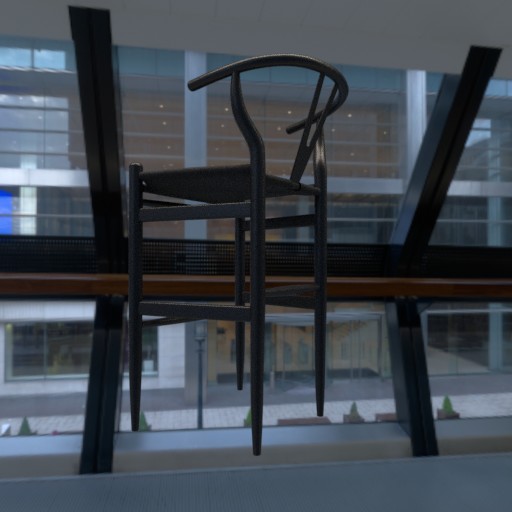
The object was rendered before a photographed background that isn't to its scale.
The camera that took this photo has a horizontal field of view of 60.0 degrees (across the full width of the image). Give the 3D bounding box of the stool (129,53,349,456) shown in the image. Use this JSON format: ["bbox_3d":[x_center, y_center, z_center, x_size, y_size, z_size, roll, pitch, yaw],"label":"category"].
[{"bbox_3d":[0.000,0.000,1.425,0.579,1.072,0.569,0,-1,36],"label":"stool"}]
